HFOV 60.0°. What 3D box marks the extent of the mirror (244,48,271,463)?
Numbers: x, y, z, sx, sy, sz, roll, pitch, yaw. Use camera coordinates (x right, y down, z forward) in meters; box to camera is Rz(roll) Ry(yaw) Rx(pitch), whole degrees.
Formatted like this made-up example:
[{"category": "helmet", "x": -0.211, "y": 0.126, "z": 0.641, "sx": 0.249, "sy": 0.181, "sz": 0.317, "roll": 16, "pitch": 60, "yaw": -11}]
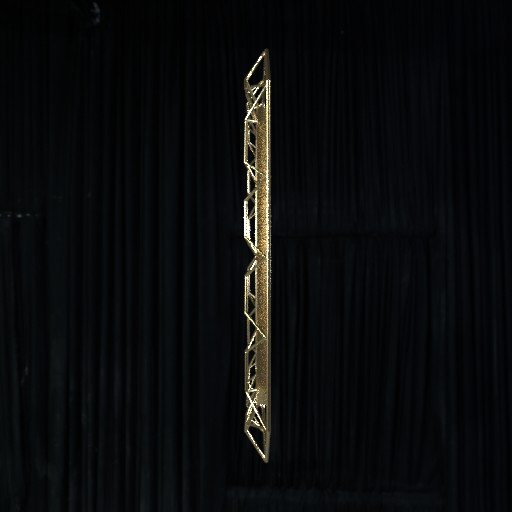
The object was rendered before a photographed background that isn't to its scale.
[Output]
[{"category": "mirror", "x": 0.000, "y": 0.000, "z": 1.089, "sx": 0.051, "sy": 0.870, "sz": 0.572, "roll": 0, "pitch": 0, "yaw": 0}]
